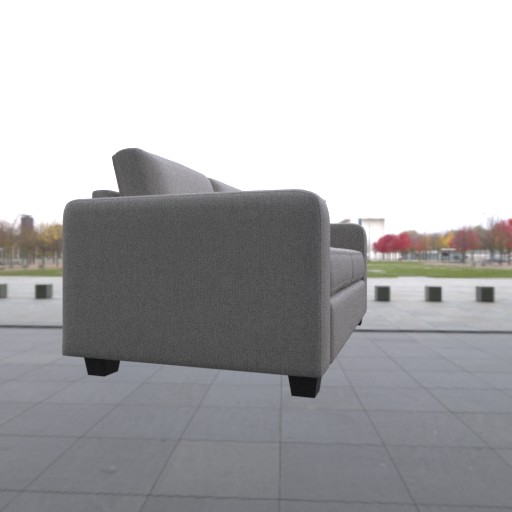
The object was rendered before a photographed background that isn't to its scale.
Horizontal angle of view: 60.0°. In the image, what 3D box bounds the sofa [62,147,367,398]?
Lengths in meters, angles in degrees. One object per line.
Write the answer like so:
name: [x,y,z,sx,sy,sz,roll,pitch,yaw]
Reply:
sofa: [0.000,0.000,2.067,0.900,0.800,1.540,0,0,18]
